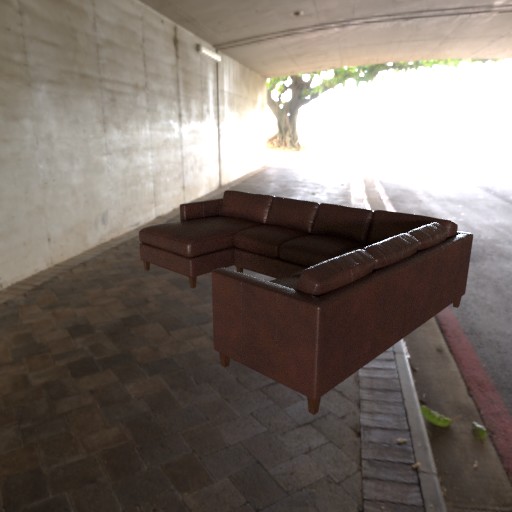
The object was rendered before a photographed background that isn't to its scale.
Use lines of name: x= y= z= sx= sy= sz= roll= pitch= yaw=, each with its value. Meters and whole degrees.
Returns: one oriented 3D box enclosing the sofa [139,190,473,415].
sofa: x=0.000 y=0.000 z=4.490 sx=3.324 sy=0.891 sz=2.452 roll=15 pitch=22 yaw=42
